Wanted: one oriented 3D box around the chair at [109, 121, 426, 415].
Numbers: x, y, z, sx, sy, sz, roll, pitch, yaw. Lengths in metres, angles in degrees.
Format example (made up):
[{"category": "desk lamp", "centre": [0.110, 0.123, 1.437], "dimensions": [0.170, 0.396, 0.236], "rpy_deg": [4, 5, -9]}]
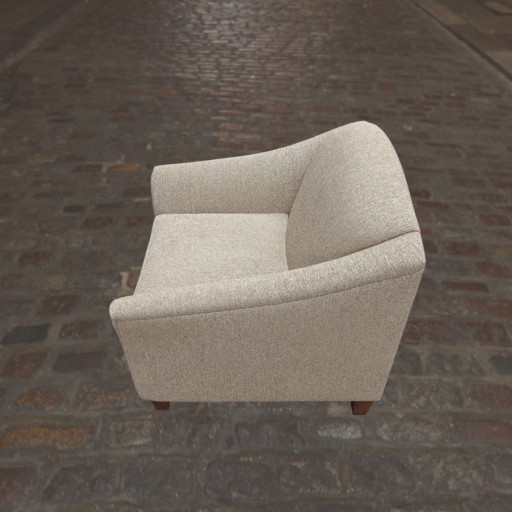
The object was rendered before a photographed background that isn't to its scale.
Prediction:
[{"category": "chair", "centre": [0.000, 0.000, 1.485], "dimensions": [0.787, 0.839, 0.763], "rpy_deg": [-1, 41, -1]}]
